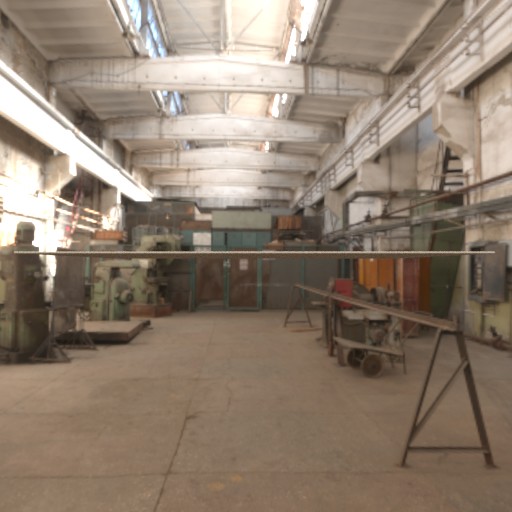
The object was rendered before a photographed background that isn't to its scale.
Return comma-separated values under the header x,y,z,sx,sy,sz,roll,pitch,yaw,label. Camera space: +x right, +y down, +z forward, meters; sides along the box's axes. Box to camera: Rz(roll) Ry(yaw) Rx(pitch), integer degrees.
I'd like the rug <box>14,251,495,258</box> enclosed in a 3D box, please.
x,y,z,sx,sy,sz,roll,pitch,yaw,label
0.000,0.000,2.847,2.284,0.008,1.522,0,-1,0,rug
